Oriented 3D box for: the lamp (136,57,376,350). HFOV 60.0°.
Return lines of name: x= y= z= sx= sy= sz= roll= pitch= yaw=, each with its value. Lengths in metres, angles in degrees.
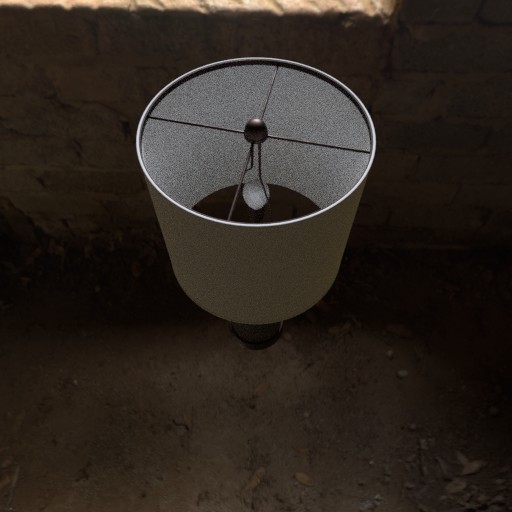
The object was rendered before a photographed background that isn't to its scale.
lamp: x=0.000 y=0.000 z=0.817 sx=0.301 sy=0.630 sz=0.301 roll=-28 pitch=62 yaw=-16
